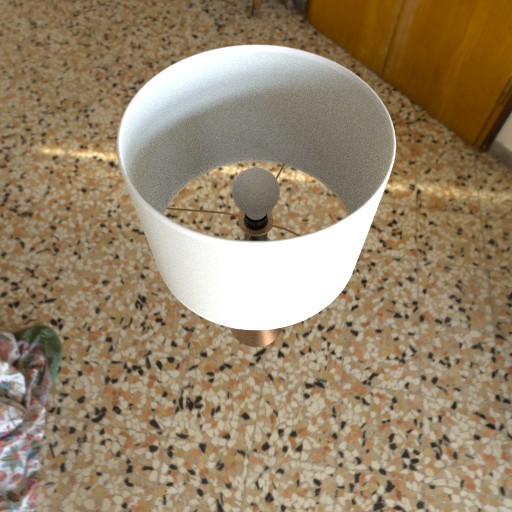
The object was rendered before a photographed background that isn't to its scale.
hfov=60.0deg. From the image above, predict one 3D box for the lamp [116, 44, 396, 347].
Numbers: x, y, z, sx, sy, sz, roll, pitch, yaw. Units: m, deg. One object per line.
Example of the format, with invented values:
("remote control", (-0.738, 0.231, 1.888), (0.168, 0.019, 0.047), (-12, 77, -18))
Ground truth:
("lamp", (0.000, 0.000, 0.634), (0.268, 0.479, 0.268), (16, 60, 10))
